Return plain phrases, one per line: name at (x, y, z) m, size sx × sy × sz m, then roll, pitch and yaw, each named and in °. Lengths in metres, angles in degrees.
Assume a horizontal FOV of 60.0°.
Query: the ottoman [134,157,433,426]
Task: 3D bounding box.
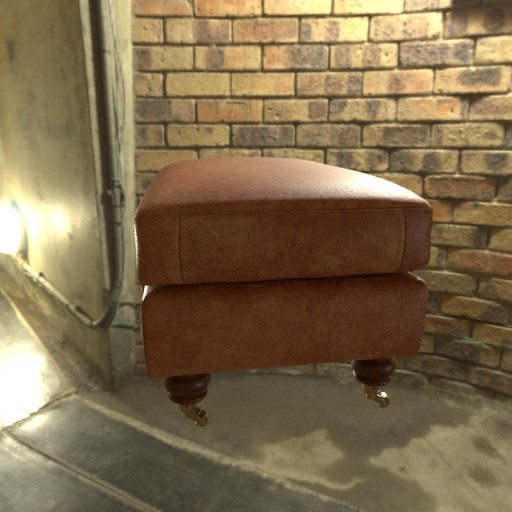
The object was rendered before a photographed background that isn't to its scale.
ottoman at (0.000, 0.000, 1.194) m, size 0.565 × 0.507 × 0.852 m, roll -3°, pitch 16°, yaw -9°
